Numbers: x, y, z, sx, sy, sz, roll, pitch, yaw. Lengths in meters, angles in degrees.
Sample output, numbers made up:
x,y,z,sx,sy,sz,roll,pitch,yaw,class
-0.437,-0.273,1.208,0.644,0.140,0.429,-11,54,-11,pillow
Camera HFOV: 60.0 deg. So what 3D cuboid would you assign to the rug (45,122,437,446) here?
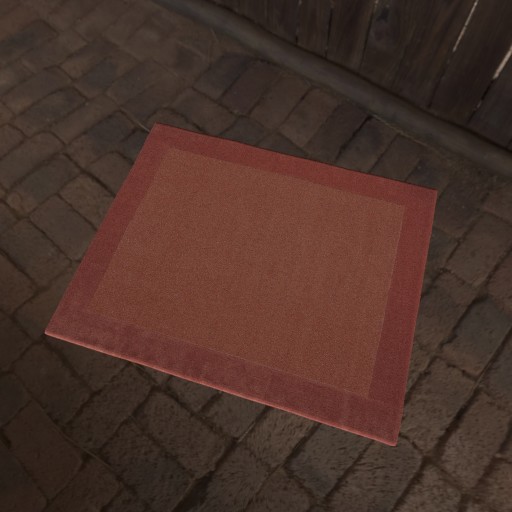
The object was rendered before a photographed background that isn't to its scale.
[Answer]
x,y,z,sx,sy,sz,roll,pitch,yaw,class
0.000,0.000,4.023,2.976,0.018,2.430,15,65,7,rug
